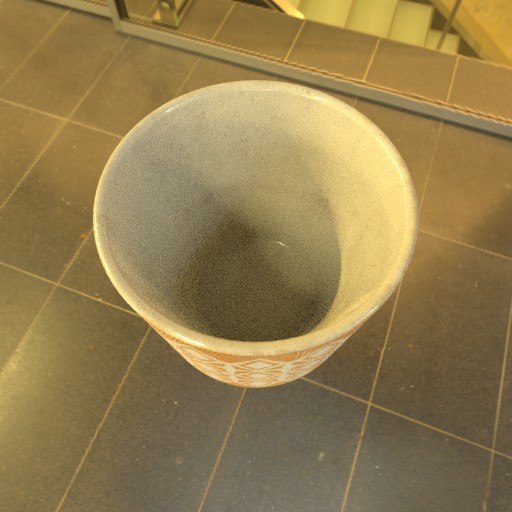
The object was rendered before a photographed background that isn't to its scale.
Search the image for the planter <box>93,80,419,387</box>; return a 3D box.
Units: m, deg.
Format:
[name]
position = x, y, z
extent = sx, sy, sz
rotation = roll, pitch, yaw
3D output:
[planter]
position = 0.000, 0.000, 0.338
extent = 0.193, 0.165, 0.193
rotation = 0, 63, 0
